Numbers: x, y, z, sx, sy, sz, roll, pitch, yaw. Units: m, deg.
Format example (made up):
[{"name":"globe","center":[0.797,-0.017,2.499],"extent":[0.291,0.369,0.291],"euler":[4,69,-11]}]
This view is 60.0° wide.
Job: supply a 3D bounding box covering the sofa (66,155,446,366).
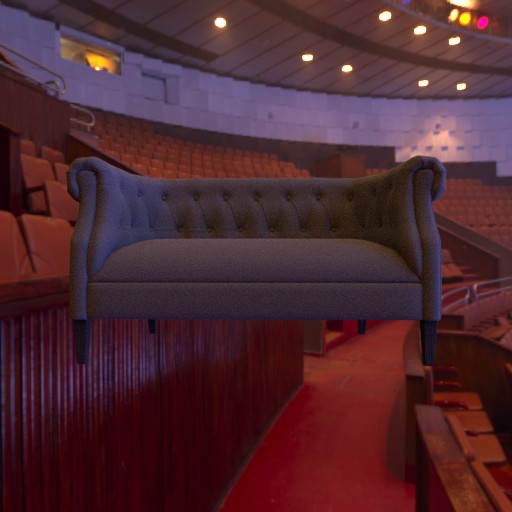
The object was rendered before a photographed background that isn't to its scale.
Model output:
[{"name":"sofa","center":[0.000,0.000,2.078],"extent":[1.558,0.827,0.835],"euler":[0,1,1]}]
